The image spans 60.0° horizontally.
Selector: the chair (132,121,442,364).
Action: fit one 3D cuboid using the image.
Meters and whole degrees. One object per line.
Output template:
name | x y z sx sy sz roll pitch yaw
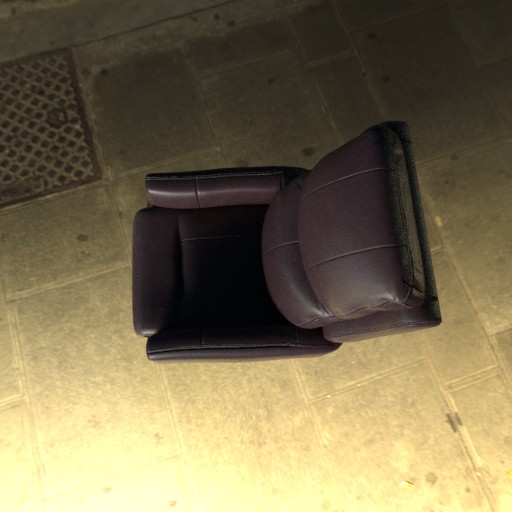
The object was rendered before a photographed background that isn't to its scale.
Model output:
chair | 0.000 0.000 1.796 1.080 1.030 0.829 -4 76 -1
